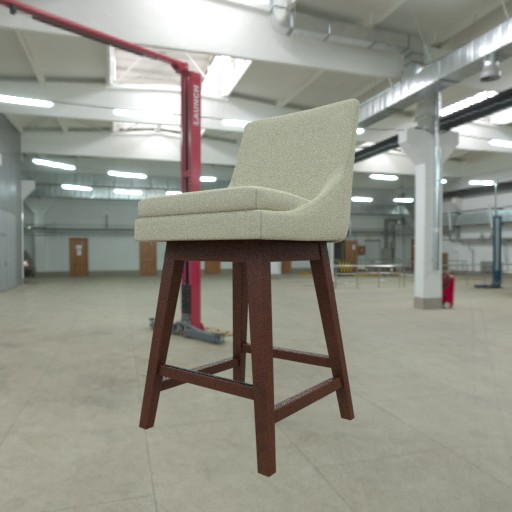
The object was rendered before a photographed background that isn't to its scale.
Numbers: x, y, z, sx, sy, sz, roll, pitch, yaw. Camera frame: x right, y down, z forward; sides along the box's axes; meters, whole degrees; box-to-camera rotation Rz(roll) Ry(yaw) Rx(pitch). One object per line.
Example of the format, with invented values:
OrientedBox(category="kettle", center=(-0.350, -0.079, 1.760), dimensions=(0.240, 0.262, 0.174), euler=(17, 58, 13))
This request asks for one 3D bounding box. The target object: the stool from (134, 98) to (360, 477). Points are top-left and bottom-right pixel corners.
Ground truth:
OrientedBox(category="stool", center=(0.000, 0.000, 1.341), dimensions=(0.469, 0.991, 0.559), euler=(1, 1, 38))
